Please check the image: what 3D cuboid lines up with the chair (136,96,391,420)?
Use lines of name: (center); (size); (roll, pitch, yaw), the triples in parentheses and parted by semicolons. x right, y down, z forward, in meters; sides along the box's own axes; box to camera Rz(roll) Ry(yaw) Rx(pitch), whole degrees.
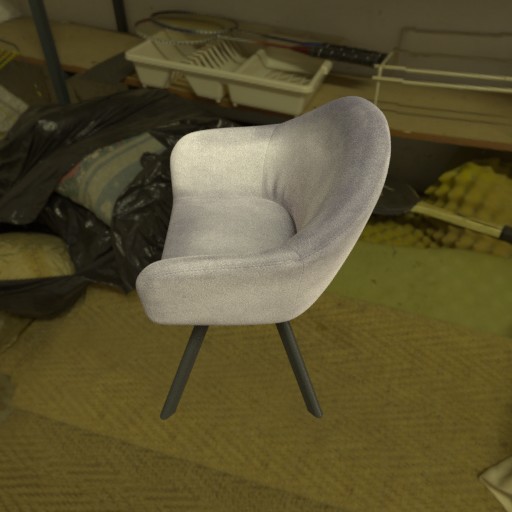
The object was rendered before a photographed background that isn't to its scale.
chair: (0.000, 0.000, 1.152); (0.540, 0.780, 0.570); (0, 41, -1)
